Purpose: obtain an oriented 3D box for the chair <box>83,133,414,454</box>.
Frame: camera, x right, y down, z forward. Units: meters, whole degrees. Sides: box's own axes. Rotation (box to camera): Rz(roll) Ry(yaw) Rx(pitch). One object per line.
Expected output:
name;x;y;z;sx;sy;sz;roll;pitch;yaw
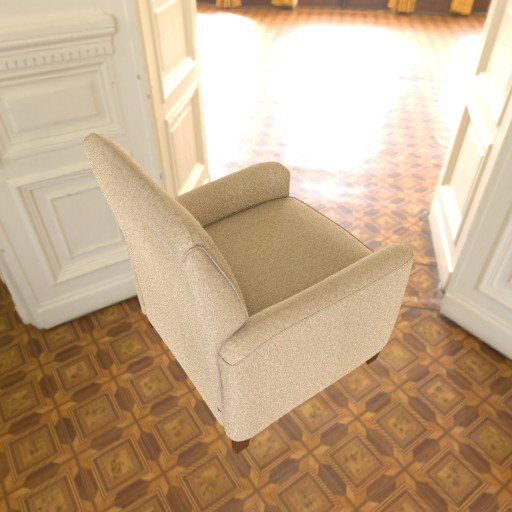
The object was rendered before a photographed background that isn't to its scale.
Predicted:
chair;0.000;0.000;1.643;0.864;1.014;0.848;-25;46;-26
